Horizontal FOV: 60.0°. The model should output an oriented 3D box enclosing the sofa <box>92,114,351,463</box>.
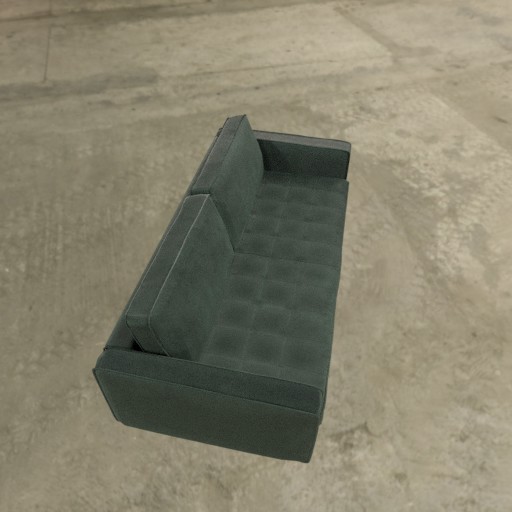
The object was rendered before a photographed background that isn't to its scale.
[{"bbox_3d":[0.000,0.000,2.315,0.886,0.781,1.816,9,46,8],"label":"sofa"}]
